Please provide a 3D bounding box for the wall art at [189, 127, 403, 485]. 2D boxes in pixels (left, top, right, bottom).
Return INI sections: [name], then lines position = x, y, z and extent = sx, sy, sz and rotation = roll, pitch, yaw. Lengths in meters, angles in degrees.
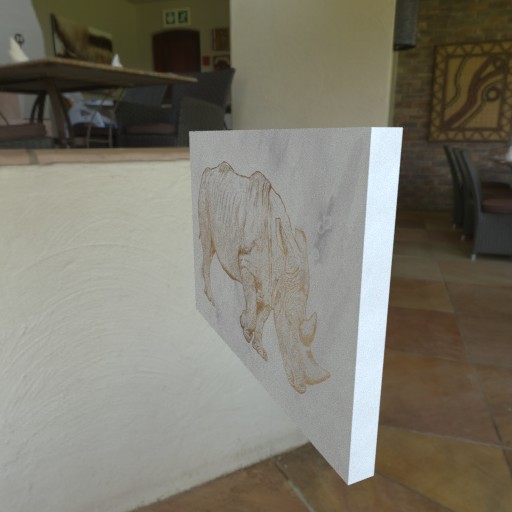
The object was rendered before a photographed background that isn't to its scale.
[wall art]
position = 0.000, 0.000, 0.746
extent = 0.038, 0.407, 0.609
rotation = -7, 17, -24
